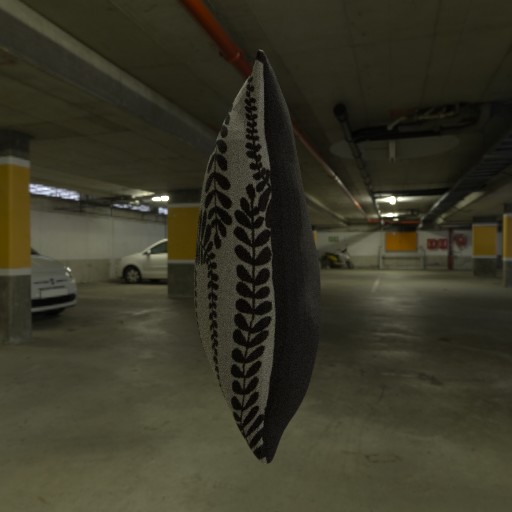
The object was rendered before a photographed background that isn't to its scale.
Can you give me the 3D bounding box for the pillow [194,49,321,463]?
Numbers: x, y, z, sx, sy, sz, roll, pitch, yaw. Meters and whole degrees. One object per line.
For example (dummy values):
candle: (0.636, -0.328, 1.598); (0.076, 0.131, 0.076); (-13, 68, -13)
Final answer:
pillow: (0.000, 0.000, 0.669); (0.182, 0.441, 0.440); (0, 1, -1)
